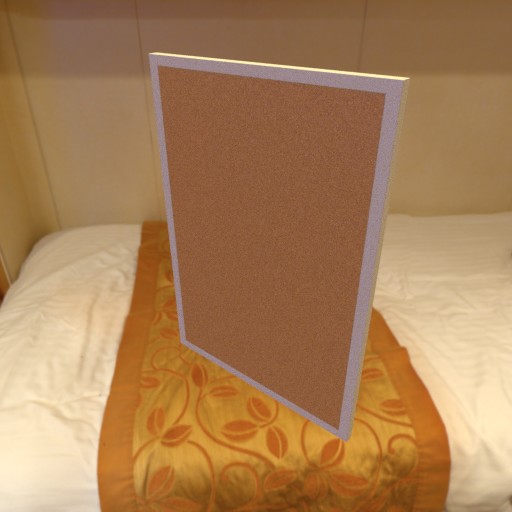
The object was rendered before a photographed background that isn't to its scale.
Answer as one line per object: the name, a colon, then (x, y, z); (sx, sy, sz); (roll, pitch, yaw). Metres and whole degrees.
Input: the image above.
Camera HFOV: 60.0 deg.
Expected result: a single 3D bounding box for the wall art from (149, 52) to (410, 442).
wall art: (0.000, 0.000, 0.539); (0.303, 0.433, 0.013); (22, 37, 32)
